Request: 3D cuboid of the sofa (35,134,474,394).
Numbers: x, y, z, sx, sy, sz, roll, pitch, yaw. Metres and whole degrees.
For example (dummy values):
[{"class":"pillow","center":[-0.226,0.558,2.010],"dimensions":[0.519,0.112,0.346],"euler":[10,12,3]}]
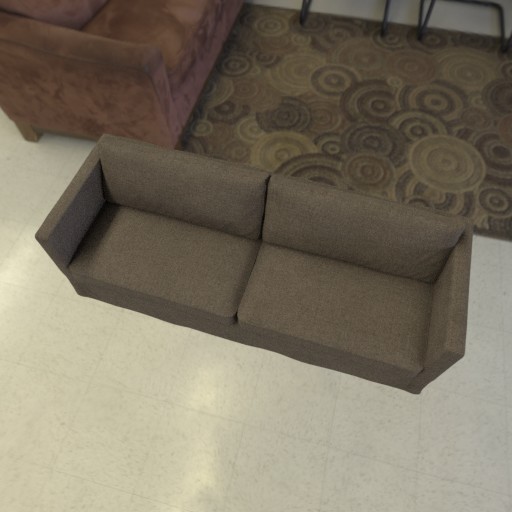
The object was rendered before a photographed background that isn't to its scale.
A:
[{"class":"sofa","center":[0.000,0.000,3.207],"dimensions":[2.779,0.998,1.036],"euler":[15,60,9]}]
